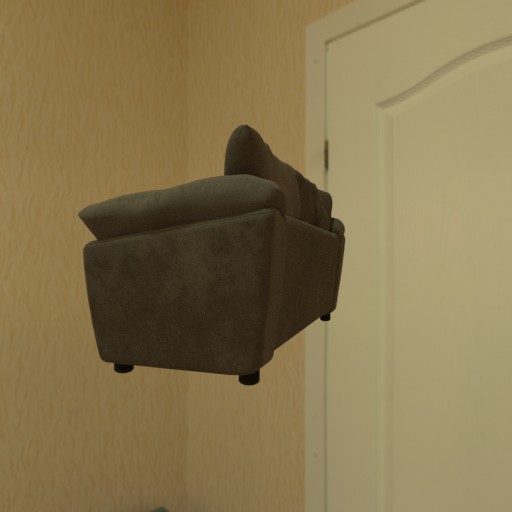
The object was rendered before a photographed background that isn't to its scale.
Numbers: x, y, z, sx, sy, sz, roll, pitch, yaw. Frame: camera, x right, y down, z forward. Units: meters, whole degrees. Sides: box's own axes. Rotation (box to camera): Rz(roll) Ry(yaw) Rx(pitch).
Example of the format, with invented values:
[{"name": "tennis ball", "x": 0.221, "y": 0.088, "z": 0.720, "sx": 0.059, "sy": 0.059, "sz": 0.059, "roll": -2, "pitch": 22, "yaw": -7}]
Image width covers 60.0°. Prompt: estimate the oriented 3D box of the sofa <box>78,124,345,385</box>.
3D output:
[{"name": "sofa", "x": 0.000, "y": 0.000, "z": 2.852, "sx": 0.878, "sy": 1.073, "sz": 2.336, "roll": 0, "pitch": 0, "yaw": 18}]
